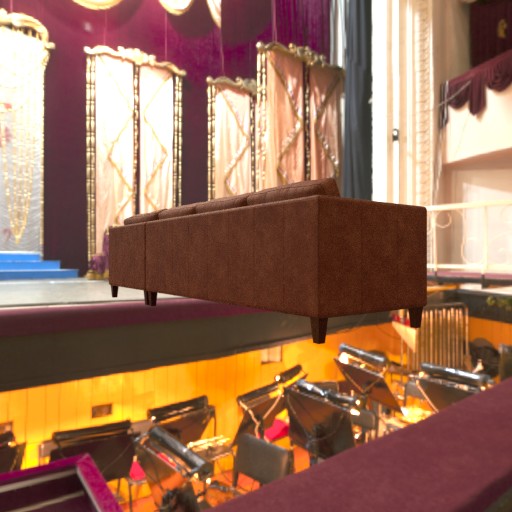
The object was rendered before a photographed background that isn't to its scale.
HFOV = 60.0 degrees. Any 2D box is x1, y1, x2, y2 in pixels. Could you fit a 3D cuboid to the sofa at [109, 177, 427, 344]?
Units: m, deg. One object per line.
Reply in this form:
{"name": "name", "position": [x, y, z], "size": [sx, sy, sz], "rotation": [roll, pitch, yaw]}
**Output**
{"name": "sofa", "position": [0.000, 0.000, 3.932], "size": [1.581, 0.883, 3.203], "rotation": [0, 0, -36]}
